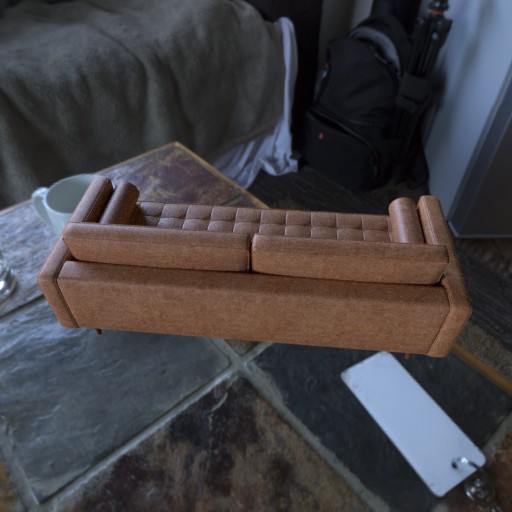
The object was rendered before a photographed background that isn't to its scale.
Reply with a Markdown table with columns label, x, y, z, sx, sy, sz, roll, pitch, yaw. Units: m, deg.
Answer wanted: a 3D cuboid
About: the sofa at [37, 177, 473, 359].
| label | x | y | z | sx | sy | sz | roll | pitch | yaw |
| --- | --- | --- | --- | --- | --- | --- | --- | --- | --- |
| sofa | 0.000 | 0.000 | 2.636 | 2.200 | 0.770 | 0.919 | 4 | 47 | 4 |
